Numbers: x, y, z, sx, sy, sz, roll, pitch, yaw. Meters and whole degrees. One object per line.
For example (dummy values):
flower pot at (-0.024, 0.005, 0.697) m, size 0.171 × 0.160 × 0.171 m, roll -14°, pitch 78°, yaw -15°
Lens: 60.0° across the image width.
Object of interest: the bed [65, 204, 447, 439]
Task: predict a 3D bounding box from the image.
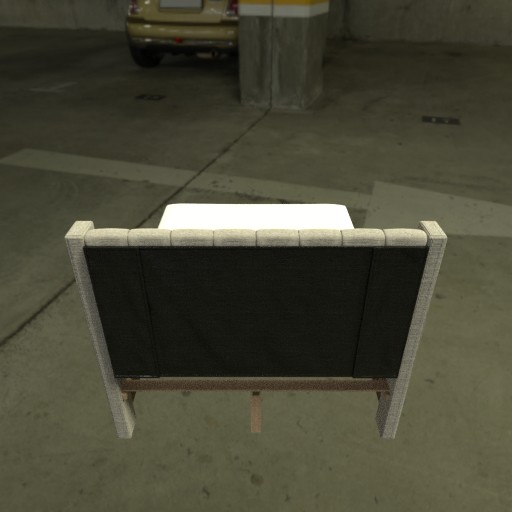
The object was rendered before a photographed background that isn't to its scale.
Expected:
bed at (0.000, 0.000, 3.801) m, size 2.044 × 1.748 × 2.372 m, roll 0°, pitch 32°, yaw 0°
